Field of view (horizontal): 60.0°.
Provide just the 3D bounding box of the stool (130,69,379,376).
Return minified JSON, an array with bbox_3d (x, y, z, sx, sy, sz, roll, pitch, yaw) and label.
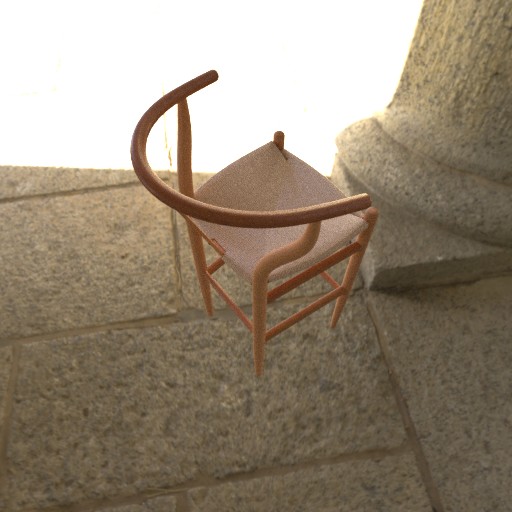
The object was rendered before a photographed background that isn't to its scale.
[{"bbox_3d":[0.000,0.000,1.399,0.561,1.068,0.574,-34,63,-20],"label":"stool"}]
